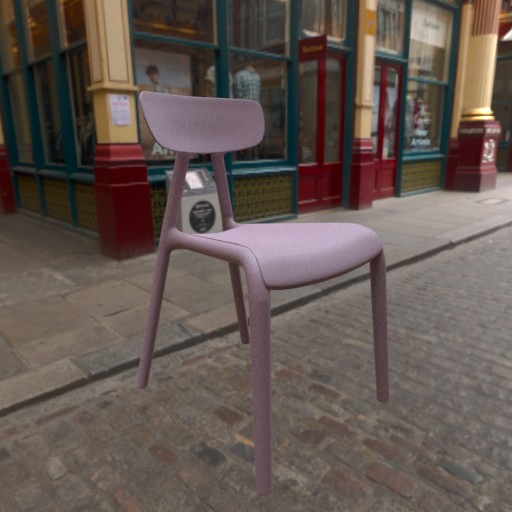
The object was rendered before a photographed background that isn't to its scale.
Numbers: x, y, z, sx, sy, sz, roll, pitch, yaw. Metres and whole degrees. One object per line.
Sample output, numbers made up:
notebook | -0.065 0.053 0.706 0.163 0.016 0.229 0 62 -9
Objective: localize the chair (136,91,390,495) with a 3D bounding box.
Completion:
chair | 0.000 0.000 0.819 0.356 0.580 0.401 -14 20 -42
